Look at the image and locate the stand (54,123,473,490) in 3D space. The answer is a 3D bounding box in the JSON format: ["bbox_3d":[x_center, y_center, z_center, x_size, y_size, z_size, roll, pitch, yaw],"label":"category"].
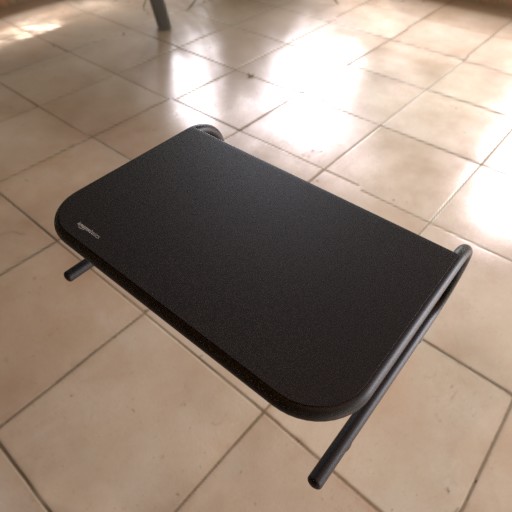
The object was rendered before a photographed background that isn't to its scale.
[{"bbox_3d":[0.000,0.000,0.489,0.370,0.108,0.280,31,54,26],"label":"stand"}]
